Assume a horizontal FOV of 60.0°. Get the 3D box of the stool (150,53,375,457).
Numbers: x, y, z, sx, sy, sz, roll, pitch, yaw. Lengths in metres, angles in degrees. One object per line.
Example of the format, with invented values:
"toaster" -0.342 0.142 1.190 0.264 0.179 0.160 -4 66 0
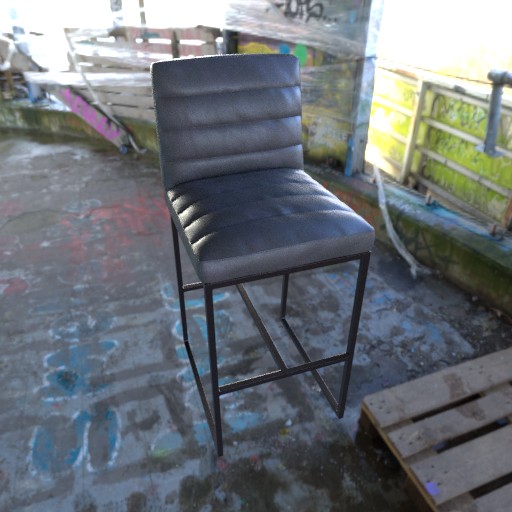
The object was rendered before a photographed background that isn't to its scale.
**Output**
"stool" 0.000 0.000 1.360 0.463 1.065 0.562 -11 34 -16
